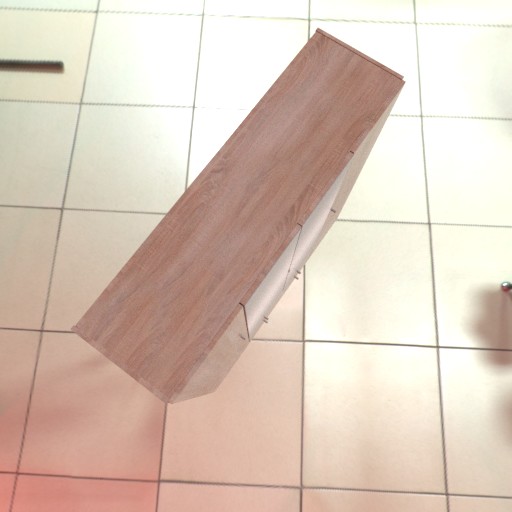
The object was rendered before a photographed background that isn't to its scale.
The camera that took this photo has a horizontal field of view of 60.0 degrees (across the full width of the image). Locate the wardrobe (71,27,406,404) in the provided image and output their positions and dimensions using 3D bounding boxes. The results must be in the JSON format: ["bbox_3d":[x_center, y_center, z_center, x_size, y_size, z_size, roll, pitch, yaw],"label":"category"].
[{"bbox_3d":[0.000,0.000,3.179,0.598,2.159,1.998,34,77,9],"label":"wardrobe"}]
